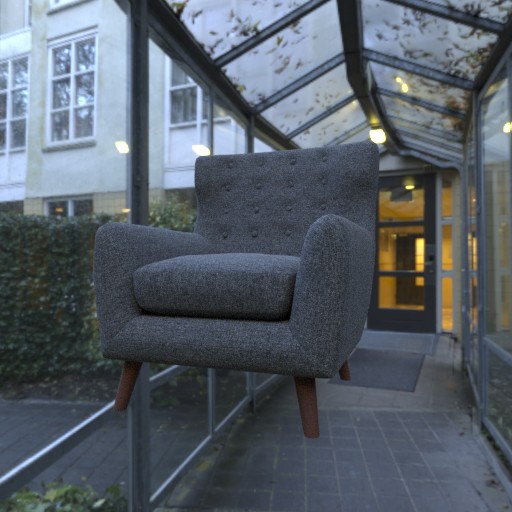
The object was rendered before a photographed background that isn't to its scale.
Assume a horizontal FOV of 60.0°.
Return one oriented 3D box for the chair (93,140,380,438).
[{"bbox_3d":[0.000,0.000,1.751,0.889,1.039,0.940,0,-1,20],"label":"chair"}]
